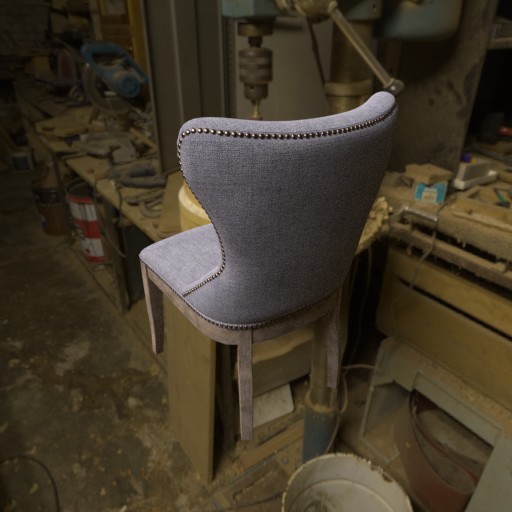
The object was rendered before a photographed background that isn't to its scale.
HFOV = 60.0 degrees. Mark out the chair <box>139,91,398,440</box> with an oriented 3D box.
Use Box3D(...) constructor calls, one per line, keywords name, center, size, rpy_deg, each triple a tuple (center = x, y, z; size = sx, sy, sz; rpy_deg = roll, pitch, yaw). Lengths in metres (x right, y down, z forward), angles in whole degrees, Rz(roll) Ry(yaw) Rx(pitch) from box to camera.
Box3D(name="chair", center=(0.000, 0.000, 1.425), size=(0.654, 1.002, 0.681), rpy_deg=(-19, 35, -30))
